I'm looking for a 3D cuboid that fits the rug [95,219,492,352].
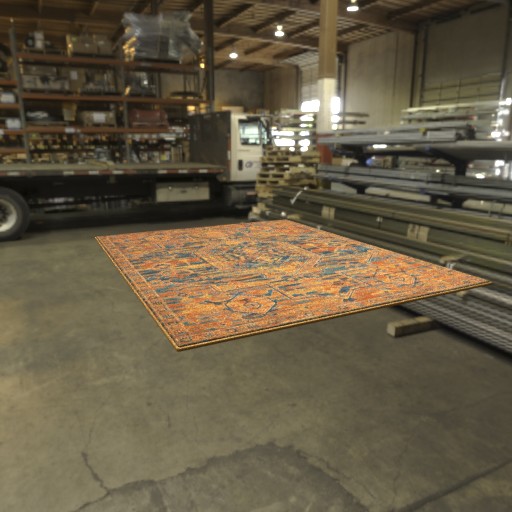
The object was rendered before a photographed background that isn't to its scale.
[{"bbox_3d":[0.000,0.000,4.088,2.435,0.031,3.040,-7,16,-26],"label":"rug"}]
